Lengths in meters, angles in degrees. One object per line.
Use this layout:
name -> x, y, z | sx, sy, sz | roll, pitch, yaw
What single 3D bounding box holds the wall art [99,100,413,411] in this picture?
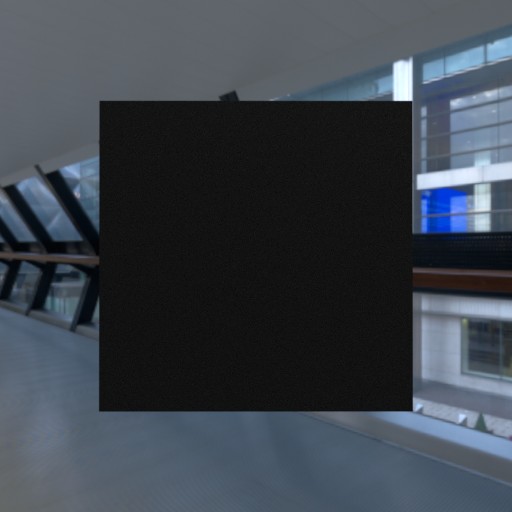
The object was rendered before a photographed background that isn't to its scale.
wall art -> 0.000, 0.000, 0.450 | 0.308, 0.305, 0.030 | 0, 0, 0
